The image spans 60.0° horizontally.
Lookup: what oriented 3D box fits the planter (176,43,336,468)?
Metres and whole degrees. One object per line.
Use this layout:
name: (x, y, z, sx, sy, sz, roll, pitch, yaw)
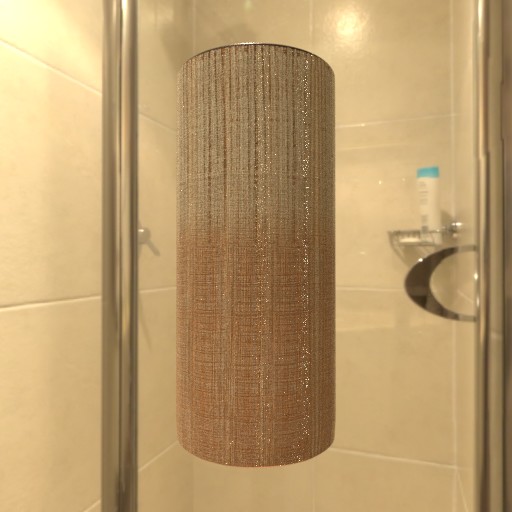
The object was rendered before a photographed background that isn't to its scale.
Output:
planter: (0.000, 0.000, 0.283, 0.100, 0.227, 0.100, 0, -1, -17)
